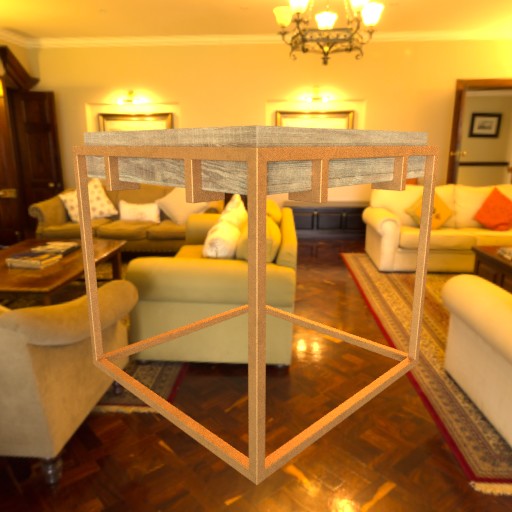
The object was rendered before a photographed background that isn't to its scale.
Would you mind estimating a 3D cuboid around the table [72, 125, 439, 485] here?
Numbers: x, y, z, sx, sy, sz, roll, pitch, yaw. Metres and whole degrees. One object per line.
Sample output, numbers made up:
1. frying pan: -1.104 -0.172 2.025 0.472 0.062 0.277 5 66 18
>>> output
1. table: 0.000 0.000 1.086 0.599 0.584 0.599 14 20 43
